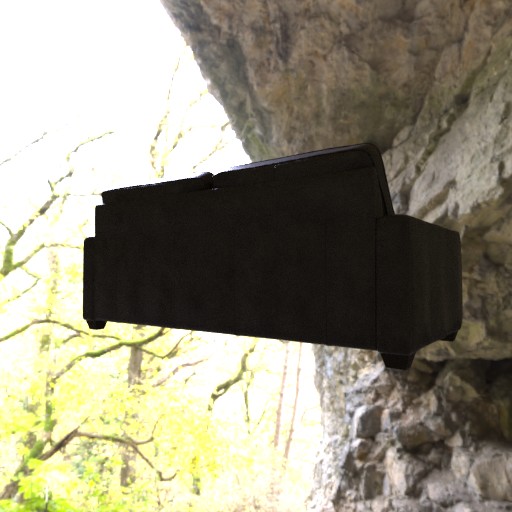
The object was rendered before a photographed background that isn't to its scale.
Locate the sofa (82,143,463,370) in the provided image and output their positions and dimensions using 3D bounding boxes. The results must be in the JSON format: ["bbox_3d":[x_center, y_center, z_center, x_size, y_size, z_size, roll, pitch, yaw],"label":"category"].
[{"bbox_3d":[0.000,0.000,2.603,2.081,0.916,0.939,-1,-2,35],"label":"sofa"}]
